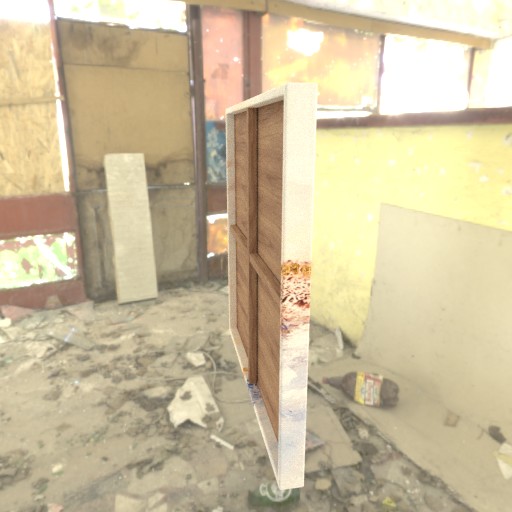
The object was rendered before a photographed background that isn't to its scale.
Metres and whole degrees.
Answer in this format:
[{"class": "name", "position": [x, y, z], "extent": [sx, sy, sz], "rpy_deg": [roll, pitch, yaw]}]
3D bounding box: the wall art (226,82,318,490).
[{"class": "wall art", "position": [0.000, 0.000, 1.597], "extent": [0.071, 1.061, 1.061], "rpy_deg": [-3, 16, -10]}]
